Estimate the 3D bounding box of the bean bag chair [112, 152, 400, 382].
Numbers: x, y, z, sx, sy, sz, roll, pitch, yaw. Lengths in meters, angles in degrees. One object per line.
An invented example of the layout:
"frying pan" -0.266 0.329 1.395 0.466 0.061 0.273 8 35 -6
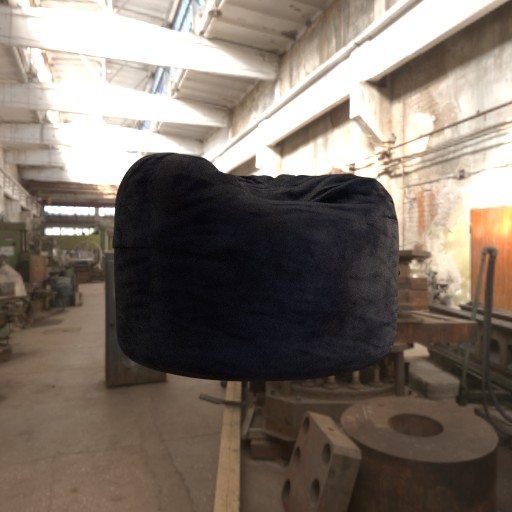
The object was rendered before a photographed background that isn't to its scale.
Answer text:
"bean bag chair" 0.000 0.000 1.489 0.918 0.616 0.918 0 0 0
